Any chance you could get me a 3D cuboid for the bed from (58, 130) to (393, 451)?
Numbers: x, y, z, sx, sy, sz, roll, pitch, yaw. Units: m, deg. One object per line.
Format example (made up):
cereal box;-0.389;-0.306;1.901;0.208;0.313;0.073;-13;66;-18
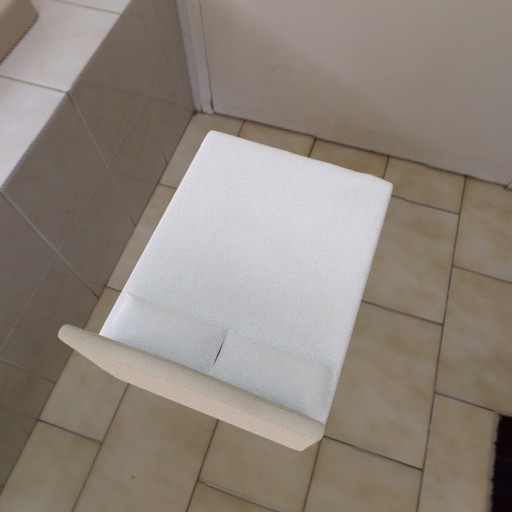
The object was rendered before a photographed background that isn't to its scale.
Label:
bed;0.000;0.000;3.660;1.977;1.437;2.477;19;65;9
